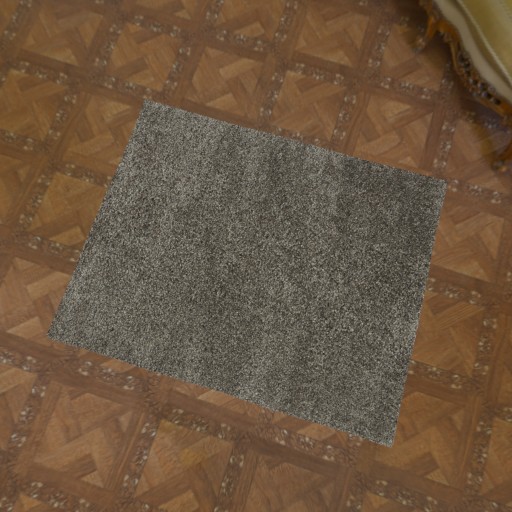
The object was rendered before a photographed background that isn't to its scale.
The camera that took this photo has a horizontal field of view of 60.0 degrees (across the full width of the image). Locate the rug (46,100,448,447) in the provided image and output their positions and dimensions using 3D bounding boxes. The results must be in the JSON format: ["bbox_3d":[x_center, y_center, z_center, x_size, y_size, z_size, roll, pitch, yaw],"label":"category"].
[{"bbox_3d":[0.000,0.000,3.944,3.000,0.025,2.401,16,76,4],"label":"rug"}]
